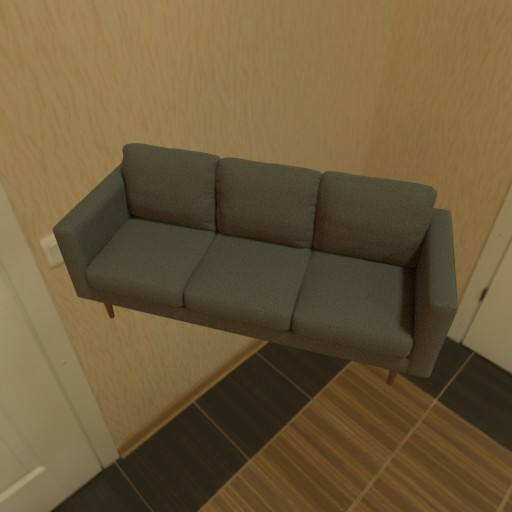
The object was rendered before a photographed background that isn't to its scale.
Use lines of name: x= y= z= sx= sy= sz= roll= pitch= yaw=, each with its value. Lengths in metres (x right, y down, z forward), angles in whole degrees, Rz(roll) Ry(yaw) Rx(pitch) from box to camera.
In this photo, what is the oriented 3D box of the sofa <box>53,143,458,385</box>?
sofa: x=0.000 y=0.000 z=2.529 sx=2.029 sy=0.912 sz=0.802 roll=11 pitch=42 yaw=12
